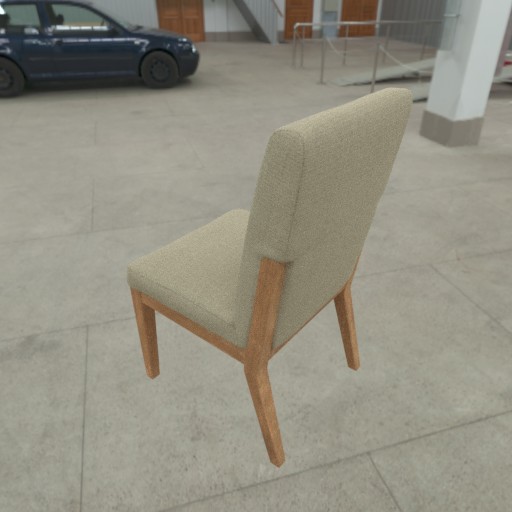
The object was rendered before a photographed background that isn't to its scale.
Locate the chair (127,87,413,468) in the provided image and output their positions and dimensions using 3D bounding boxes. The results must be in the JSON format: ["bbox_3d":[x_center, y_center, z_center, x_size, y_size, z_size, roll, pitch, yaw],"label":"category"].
[{"bbox_3d":[0.000,0.000,1.256,0.586,0.911,0.507,22,38,32],"label":"chair"}]
